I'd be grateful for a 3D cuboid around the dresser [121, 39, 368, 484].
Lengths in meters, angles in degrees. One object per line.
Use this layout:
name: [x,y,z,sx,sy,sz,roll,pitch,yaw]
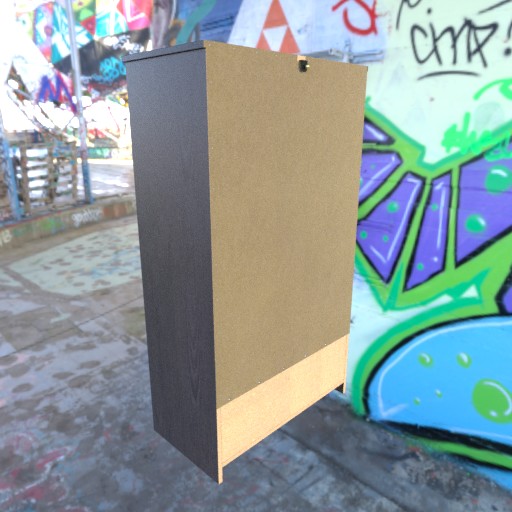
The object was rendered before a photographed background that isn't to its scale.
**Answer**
dresser: [0.000,0.000,1.549,0.418,1.254,0.704,16,23,42]
